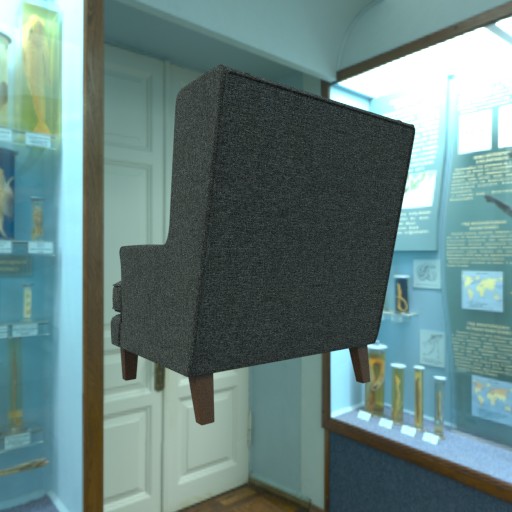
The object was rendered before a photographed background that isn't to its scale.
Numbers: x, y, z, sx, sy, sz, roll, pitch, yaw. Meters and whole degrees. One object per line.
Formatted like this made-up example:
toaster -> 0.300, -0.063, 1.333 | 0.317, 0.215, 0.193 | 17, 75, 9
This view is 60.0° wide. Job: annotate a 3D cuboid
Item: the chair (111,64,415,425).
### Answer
chair -> 0.000, 0.000, 1.868 | 0.942, 1.082, 0.927 | 0, -1, -37
